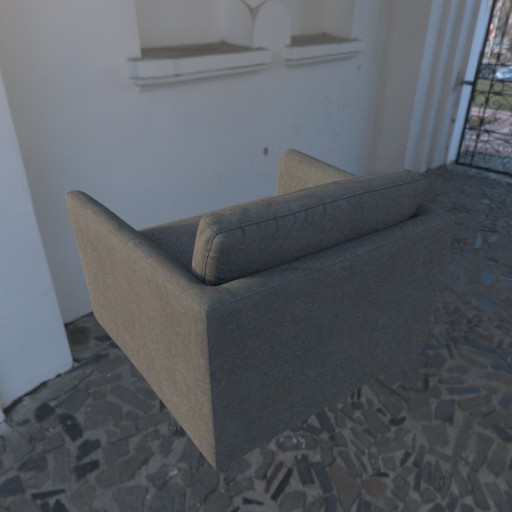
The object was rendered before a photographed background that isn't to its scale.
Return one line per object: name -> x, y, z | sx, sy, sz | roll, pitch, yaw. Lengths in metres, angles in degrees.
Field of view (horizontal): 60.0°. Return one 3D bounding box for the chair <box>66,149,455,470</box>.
chair -> 0.000, 0.000, 1.844 | 1.190, 0.845, 1.091 | -18, 34, -30
